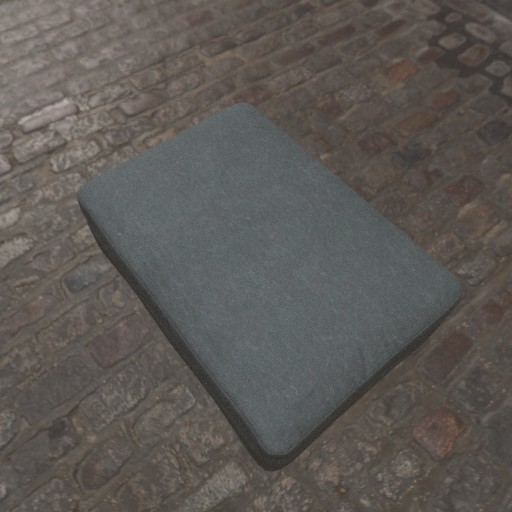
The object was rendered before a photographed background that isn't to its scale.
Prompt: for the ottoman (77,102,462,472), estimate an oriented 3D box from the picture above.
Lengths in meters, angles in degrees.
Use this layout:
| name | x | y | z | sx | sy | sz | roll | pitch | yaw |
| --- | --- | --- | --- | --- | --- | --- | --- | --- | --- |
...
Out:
| name | x | y | z | sx | sy | sz | roll | pitch | yaw |
| --- | --- | --- | --- | --- | --- | --- | --- | --- | --- |
| ottoman | 0.000 | 0.000 | 1.631 | 0.840 | 0.429 | 1.199 | -34 | 64 | -19 |
